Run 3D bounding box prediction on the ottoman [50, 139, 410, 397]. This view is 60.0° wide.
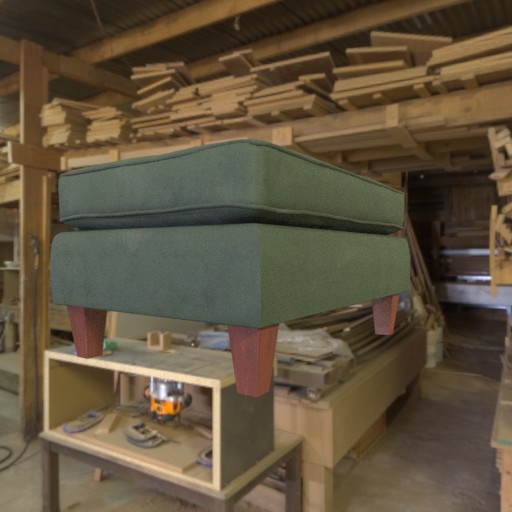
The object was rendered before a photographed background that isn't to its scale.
[{"bbox_3d":[0.000,0.000,1.251,0.632,0.495,0.864,0,1,35],"label":"ottoman"}]
